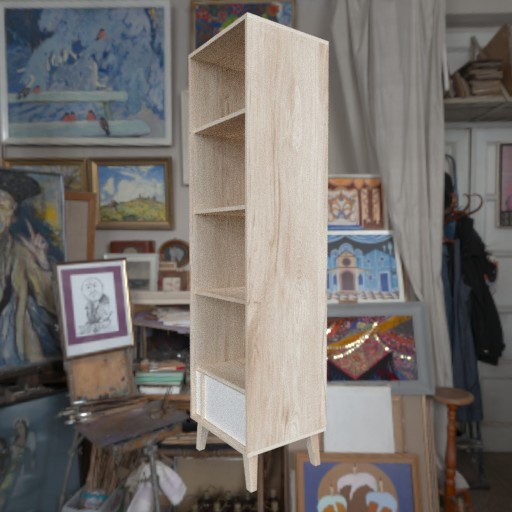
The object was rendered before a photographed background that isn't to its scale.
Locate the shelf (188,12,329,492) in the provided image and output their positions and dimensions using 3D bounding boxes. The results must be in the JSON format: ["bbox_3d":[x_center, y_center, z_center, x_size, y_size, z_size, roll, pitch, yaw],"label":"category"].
[{"bbox_3d":[0.000,0.000,2.132,0.450,1.960,0.510,-2,3,-36],"label":"shelf"}]
